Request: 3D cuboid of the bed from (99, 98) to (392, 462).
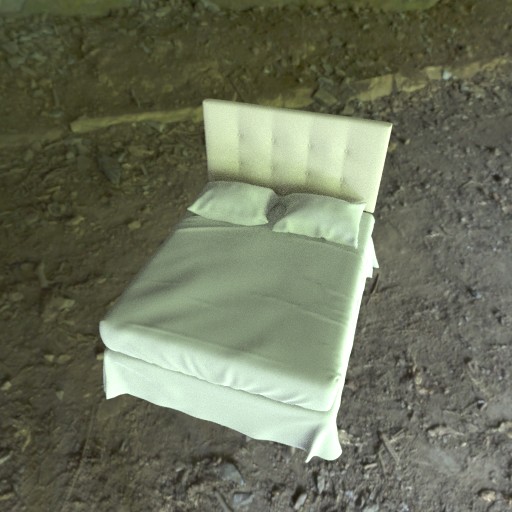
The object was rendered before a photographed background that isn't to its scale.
[{"bbox_3d":[0.000,0.000,3.496,1.936,1.577,2.222,12,42,14],"label":"bed"}]
